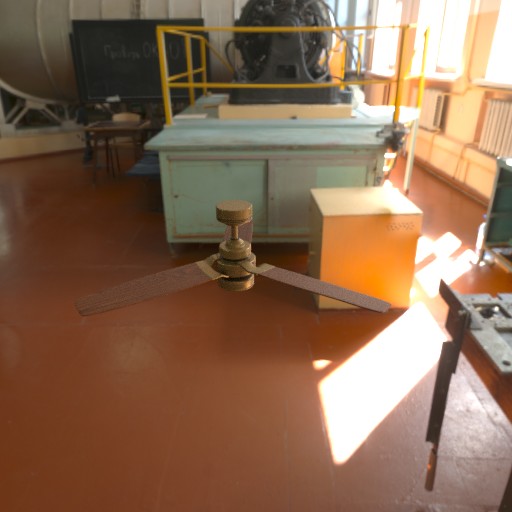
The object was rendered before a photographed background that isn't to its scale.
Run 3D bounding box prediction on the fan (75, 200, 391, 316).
[{"bbox_3d":[0.000,0.000,2.088,1.271,0.425,1.416,16,29,32],"label":"fan"}]
